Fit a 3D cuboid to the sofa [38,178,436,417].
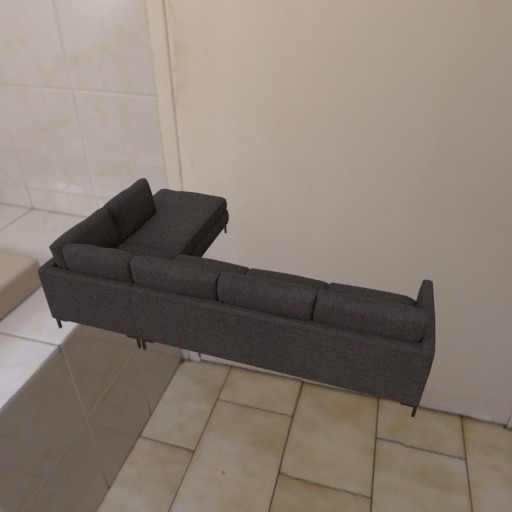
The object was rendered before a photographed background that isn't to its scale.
[{"bbox_3d":[0.000,0.000,3.919,2.949,0.815,2.007,10,34,15],"label":"sofa"}]
